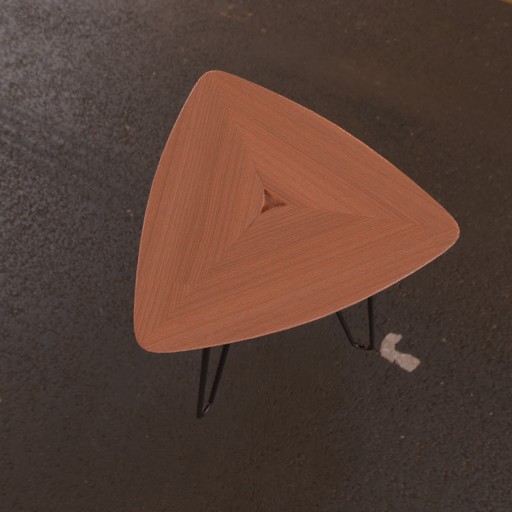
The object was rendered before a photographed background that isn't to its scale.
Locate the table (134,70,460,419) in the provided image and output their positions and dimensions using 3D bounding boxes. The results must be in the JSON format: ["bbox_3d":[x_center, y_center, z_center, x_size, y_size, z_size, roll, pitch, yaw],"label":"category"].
[{"bbox_3d":[0.000,0.000,0.869,0.442,0.564,0.455,-19,66,-9],"label":"table"}]
